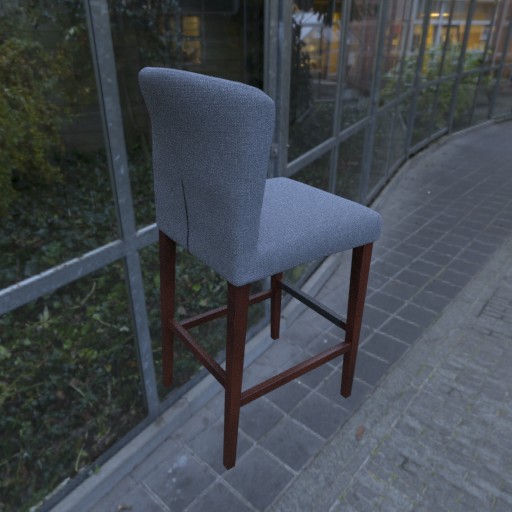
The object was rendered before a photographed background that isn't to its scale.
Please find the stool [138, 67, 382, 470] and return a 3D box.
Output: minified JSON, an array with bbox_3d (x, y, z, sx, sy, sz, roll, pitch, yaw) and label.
[{"bbox_3d":[0.000,0.000,1.341,0.568,1.069,0.486,-17,31,-31],"label":"stool"}]
